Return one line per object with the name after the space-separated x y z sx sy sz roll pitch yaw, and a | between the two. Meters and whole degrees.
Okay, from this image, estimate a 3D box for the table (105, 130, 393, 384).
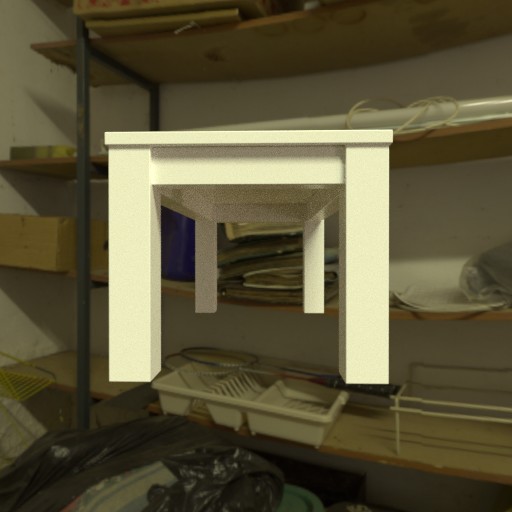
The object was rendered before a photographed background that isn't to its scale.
0.000 0.000 2.282 0.900 0.790 1.800 0 0 2 | table
